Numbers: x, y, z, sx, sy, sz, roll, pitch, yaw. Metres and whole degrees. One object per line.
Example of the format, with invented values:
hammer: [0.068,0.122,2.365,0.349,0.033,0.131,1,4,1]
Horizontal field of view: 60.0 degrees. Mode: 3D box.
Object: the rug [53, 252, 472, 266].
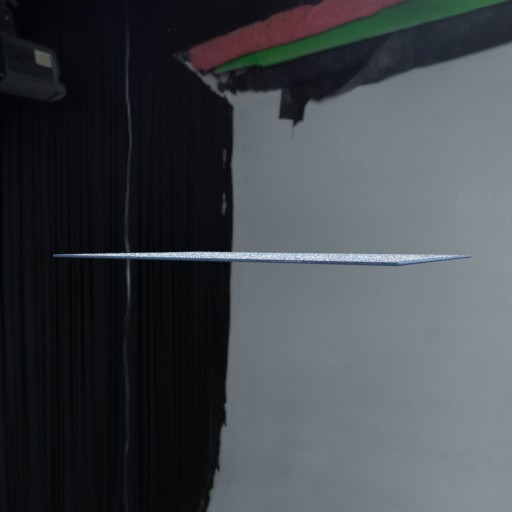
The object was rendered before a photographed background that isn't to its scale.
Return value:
rug: [0.000,0.000,3.038,2.441,0.015,1.526,1,2,36]
